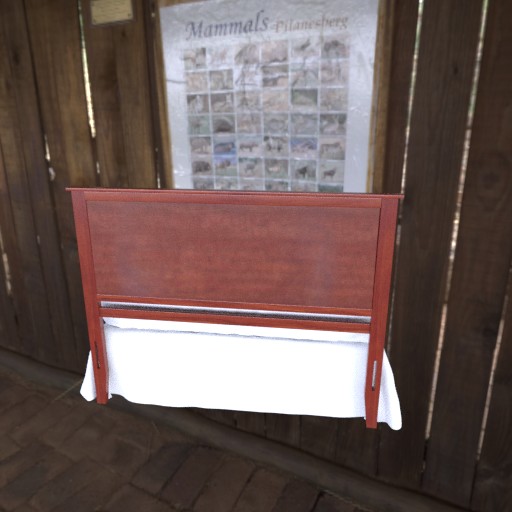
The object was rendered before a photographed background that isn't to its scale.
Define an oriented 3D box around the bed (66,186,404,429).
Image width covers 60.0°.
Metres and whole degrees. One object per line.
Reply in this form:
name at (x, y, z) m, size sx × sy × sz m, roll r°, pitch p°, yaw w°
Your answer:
bed at (0.000, 0.000, 3.267) m, size 1.870 × 1.270 × 2.050 m, roll 2°, pitch 17°, yaw 8°
